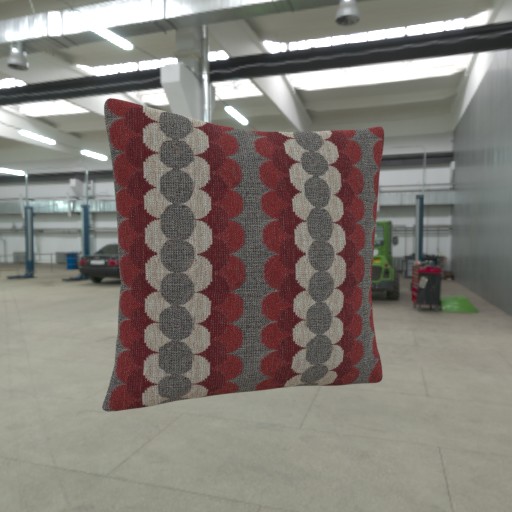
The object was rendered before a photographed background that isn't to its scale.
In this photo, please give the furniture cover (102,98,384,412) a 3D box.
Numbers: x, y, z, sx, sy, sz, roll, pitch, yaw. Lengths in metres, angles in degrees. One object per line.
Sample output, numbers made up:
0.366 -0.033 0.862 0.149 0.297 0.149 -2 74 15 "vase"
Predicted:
0.000 0.000 0.654 0.435 0.420 0.145 -1 2 -18 "furniture cover"
